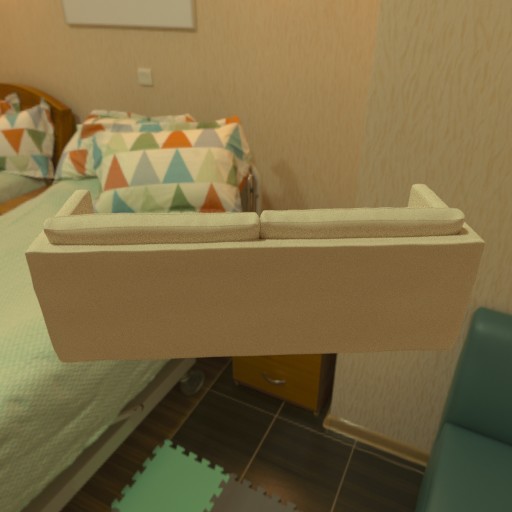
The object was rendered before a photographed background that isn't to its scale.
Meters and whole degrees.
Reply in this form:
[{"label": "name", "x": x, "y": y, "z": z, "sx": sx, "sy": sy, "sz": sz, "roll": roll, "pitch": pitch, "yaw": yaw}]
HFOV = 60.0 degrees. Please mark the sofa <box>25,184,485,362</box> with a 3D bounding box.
[{"label": "sofa", "x": 0.000, "y": 0.000, "z": 3.222, "sx": 2.779, "sy": 0.999, "sz": 1.036, "roll": -1, "pitch": 30, "yaw": -2}]
